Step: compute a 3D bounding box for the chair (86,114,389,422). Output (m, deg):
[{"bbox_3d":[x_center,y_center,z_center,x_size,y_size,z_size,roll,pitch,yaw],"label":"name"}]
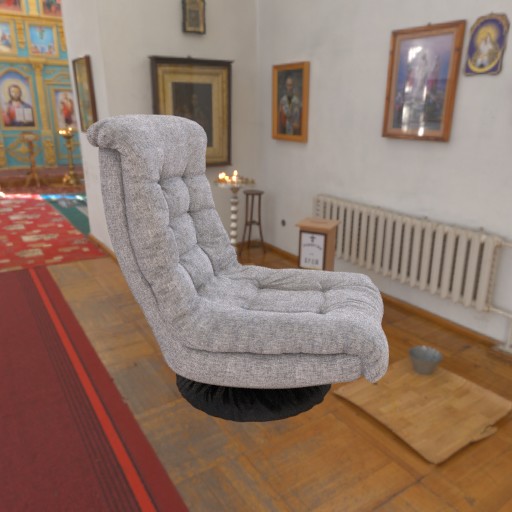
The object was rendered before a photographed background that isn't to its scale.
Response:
[{"bbox_3d":[0.000,0.000,0.983,0.583,0.600,0.400,3,17,11],"label":"chair"}]
